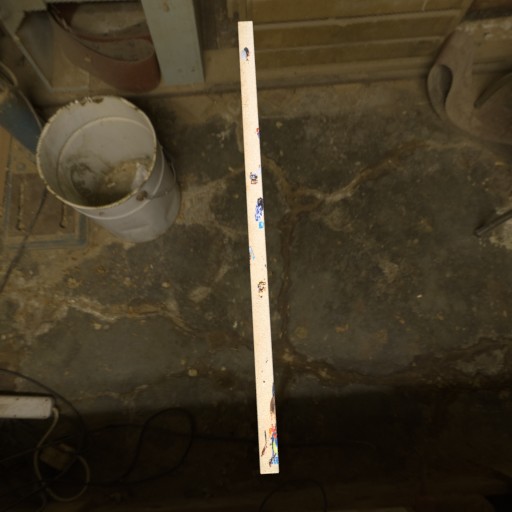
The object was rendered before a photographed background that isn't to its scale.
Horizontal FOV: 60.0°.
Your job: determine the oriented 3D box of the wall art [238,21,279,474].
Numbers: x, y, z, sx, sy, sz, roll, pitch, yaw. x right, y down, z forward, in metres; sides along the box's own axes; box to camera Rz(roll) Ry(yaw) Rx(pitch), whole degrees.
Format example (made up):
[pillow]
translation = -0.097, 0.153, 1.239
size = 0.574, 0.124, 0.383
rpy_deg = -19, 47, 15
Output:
[wall art]
translation = 0.000, 0.000, 1.452
size = 0.040, 0.769, 1.136
rpy_deg = -3, 77, -1
